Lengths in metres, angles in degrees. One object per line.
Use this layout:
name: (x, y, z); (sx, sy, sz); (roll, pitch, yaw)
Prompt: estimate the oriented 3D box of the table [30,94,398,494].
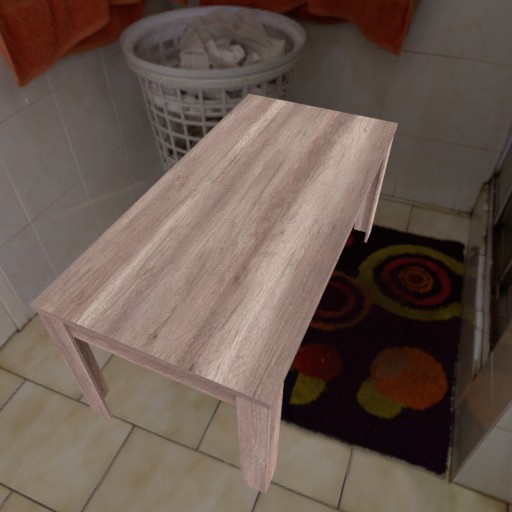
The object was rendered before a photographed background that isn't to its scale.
table: (0.000, 0.000, 2.256); (0.900, 0.790, 1.800); (18, 47, 17)
